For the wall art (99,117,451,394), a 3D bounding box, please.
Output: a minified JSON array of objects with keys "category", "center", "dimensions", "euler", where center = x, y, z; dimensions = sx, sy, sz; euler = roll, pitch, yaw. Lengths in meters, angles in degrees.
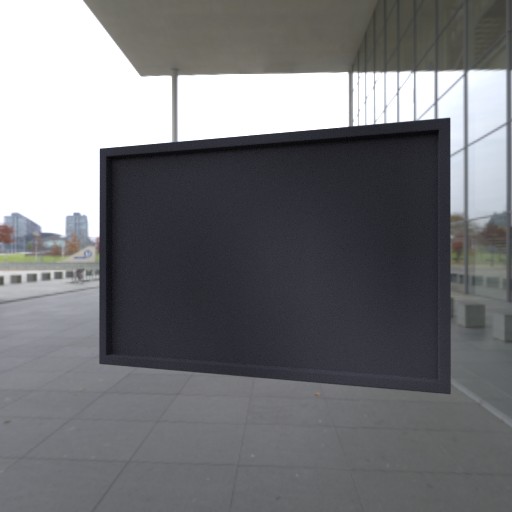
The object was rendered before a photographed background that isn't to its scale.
[{"category":"wall art","center":[0.000,0.000,0.757],"dimensions":[0.609,0.406,0.033],"euler":[0,0,18]}]
